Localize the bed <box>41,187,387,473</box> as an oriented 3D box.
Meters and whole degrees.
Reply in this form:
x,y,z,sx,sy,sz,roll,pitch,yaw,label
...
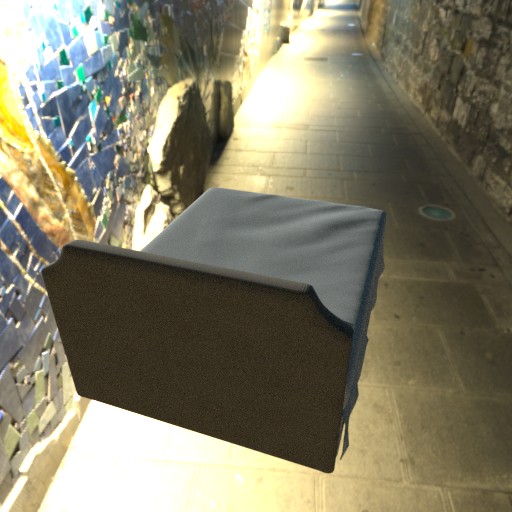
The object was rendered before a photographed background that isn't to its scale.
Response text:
x,y,z,sx,sy,sz,roll,pitch,yaw,label
0.000,0.000,3.543,1.977,1.293,2.498,10,33,16,bed
